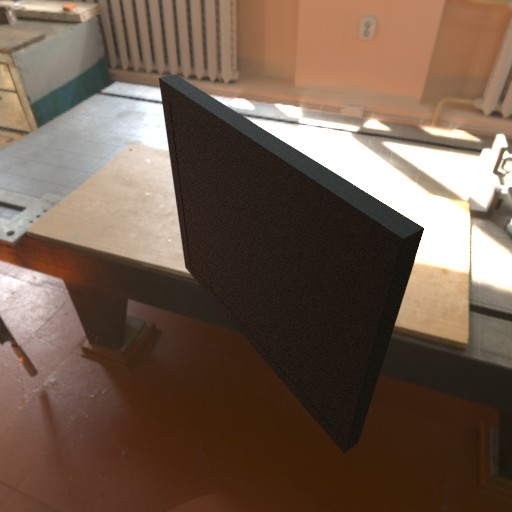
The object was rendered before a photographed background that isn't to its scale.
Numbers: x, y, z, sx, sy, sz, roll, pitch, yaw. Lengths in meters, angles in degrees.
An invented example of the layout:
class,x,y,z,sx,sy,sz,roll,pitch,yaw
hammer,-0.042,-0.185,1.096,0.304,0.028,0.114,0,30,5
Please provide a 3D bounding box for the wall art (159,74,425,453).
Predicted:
class,x,y,z,sx,sy,sz,roll,pitch,yaw
wall art,0.000,0.000,0.555,0.024,0.329,0.404,-24,46,-26
